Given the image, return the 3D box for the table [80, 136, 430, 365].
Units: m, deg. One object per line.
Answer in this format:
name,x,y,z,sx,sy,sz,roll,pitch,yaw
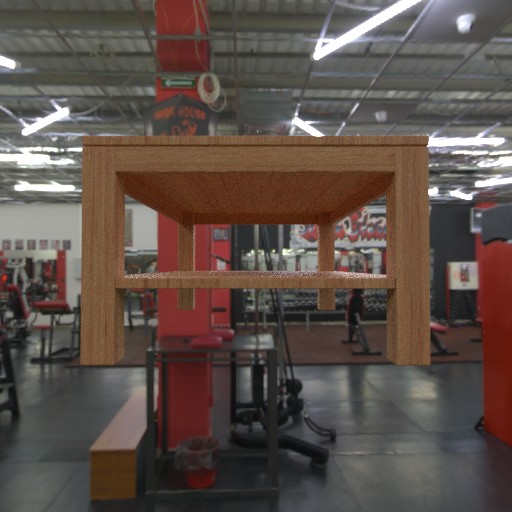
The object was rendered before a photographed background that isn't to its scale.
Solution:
table,0.000,0.000,1.453,0.695,0.457,1.146,0,-1,0
